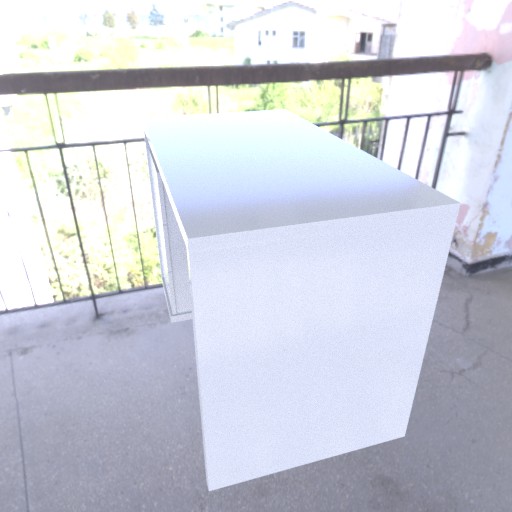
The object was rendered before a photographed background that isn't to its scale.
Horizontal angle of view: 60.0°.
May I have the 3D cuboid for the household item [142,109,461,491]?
[{"bbox_3d":[0.000,0.000,1.529,0.597,0.749,1.100,-8,30,-15],"label":"household item"}]
